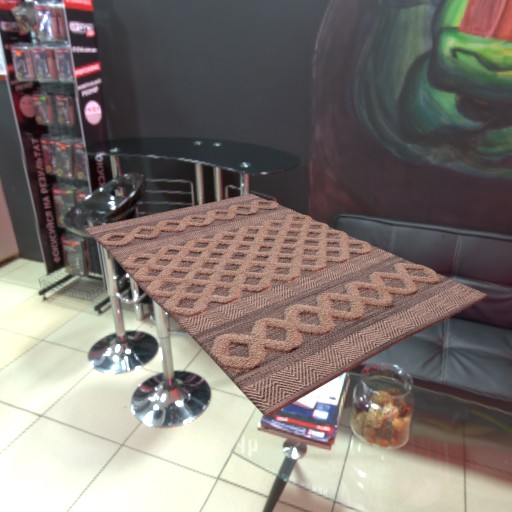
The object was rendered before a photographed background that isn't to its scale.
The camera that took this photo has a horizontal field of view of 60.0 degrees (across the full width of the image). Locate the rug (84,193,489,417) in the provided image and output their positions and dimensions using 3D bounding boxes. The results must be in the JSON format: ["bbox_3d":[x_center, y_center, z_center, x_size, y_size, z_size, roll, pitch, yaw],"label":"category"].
[{"bbox_3d":[0.000,0.000,2.292,1.222,0.030,1.823,-17,30,-32],"label":"rug"}]
